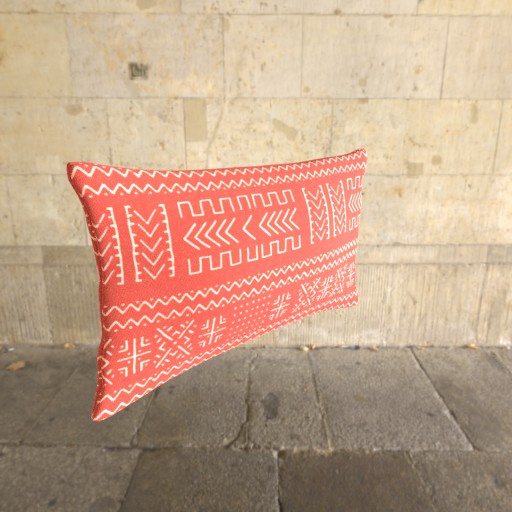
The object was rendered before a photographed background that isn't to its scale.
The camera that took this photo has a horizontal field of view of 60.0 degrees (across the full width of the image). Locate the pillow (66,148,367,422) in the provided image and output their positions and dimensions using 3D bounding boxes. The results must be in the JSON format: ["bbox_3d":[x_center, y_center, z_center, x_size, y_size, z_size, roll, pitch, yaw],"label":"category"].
[{"bbox_3d":[0.000,0.000,0.778,0.640,0.352,0.130,-15,21,-42],"label":"pillow"}]
